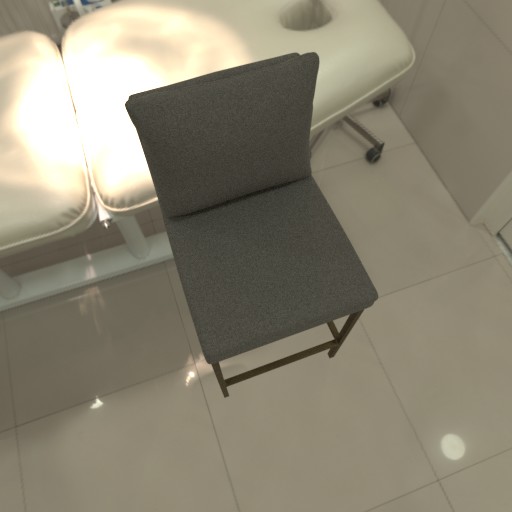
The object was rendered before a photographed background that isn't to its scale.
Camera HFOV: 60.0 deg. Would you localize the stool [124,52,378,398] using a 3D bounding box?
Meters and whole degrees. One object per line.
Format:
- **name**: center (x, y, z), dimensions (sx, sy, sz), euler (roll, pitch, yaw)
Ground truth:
- **stool**: center (0.000, 0.000, 1.321), dimensions (0.463, 1.030, 0.569), euler (-18, 65, -9)
